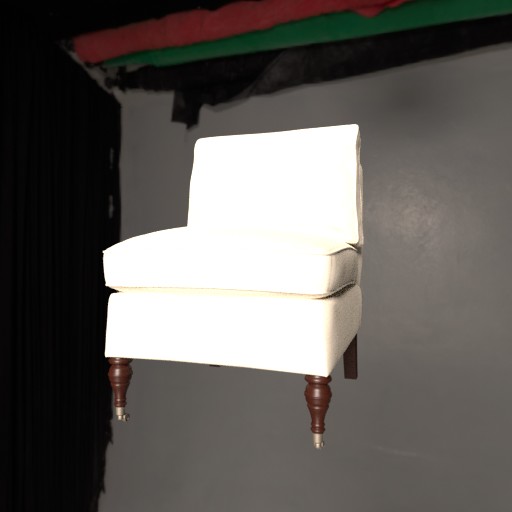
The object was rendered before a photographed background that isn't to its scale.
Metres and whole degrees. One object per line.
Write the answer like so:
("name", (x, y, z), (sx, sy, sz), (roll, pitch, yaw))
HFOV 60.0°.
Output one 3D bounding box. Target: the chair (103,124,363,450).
("chair", (0.000, 0.000, 1.401), (0.630, 0.887, 0.781), (0, 1, 19))
